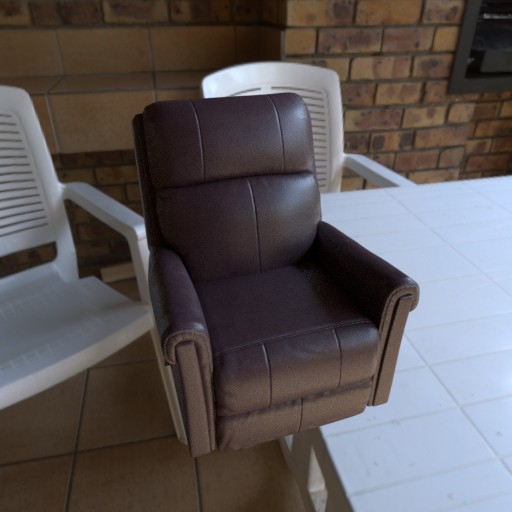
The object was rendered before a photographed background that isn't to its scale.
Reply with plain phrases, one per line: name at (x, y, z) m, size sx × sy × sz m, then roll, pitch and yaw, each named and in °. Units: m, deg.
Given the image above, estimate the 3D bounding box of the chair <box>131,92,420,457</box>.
chair at (0.000, 0.000, 1.716) m, size 0.838 × 1.054 × 1.014 m, roll -9°, pitch 32°, yaw -15°
